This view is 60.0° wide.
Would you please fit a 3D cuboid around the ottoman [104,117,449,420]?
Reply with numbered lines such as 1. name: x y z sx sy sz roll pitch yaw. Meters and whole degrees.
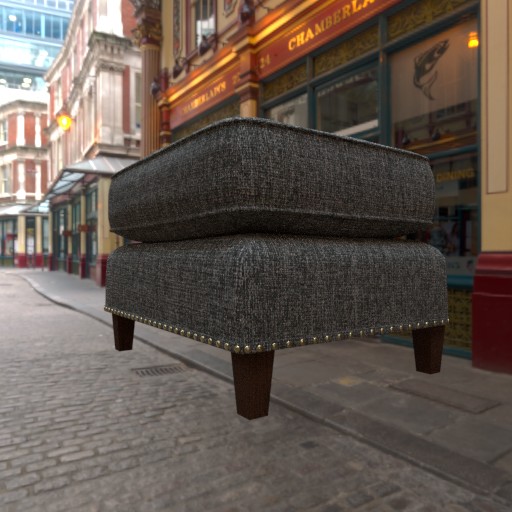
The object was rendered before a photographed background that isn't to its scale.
1. ottoman: 0.000 0.000 1.145 0.589 0.537 0.738 0 0 -35
